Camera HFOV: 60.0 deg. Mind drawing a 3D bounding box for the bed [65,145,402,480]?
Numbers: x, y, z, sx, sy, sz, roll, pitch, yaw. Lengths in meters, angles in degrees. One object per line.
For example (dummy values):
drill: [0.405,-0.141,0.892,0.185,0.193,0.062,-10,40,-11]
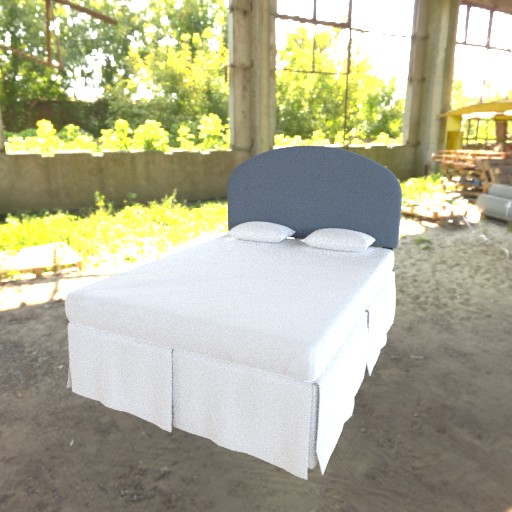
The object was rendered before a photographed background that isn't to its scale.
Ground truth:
bed: [0.000,0.000,2.955,1.607,1.410,2.005,7,16,26]
